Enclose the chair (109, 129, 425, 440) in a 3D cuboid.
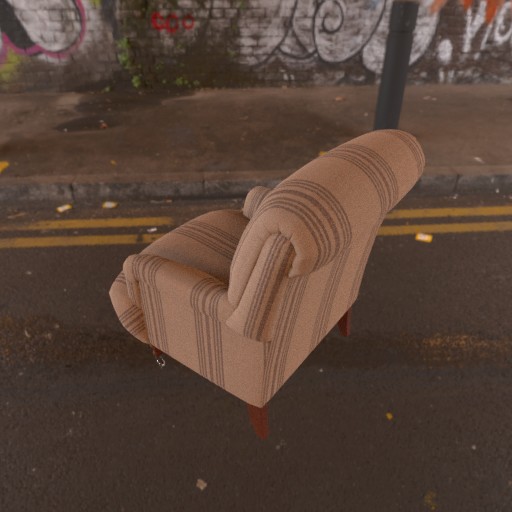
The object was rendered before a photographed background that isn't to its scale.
[{"bbox_3d":[0.000,0.000,1.630,0.914,0.940,0.813,22,39,30],"label":"chair"}]
